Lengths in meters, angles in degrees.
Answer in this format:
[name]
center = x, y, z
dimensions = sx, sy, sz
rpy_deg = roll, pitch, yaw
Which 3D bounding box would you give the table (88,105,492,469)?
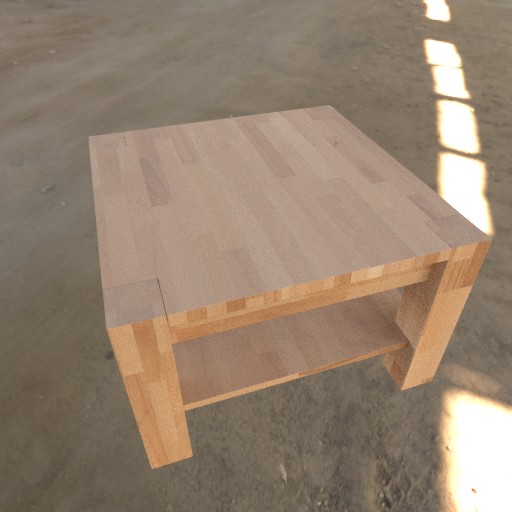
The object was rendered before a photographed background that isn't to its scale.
[table]
center = 0.000, 0.000, 1.142
dimensions = 0.700, 0.451, 0.700
rpy_deg = -12, 41, -14
